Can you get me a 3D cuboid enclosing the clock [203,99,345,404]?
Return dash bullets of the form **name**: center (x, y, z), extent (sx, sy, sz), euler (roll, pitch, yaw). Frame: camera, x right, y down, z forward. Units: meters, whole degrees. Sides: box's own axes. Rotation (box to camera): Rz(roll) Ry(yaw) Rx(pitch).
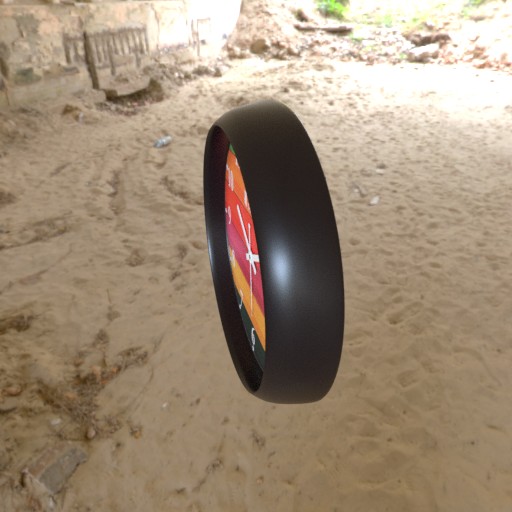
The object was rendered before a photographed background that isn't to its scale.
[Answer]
- **clock**: center (0.000, 0.000, 0.453), extent (0.060, 0.300, 0.300), euler (-8, 32, -14)
